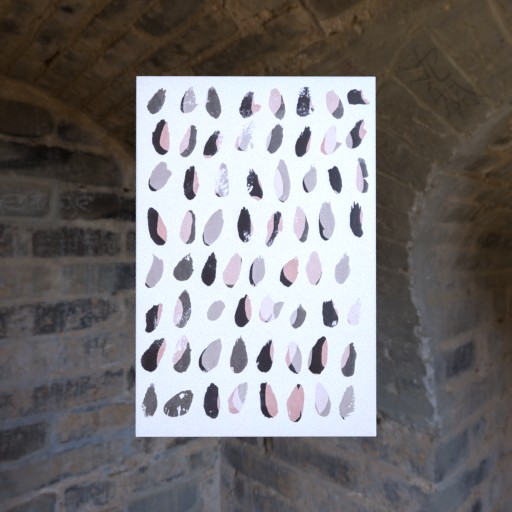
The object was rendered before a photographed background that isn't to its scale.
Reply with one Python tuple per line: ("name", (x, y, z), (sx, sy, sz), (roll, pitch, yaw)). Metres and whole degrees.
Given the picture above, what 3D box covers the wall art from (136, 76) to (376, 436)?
("wall art", (0.000, 0.000, 0.760), (0.405, 0.608, 0.025), (0, 0, 0))
